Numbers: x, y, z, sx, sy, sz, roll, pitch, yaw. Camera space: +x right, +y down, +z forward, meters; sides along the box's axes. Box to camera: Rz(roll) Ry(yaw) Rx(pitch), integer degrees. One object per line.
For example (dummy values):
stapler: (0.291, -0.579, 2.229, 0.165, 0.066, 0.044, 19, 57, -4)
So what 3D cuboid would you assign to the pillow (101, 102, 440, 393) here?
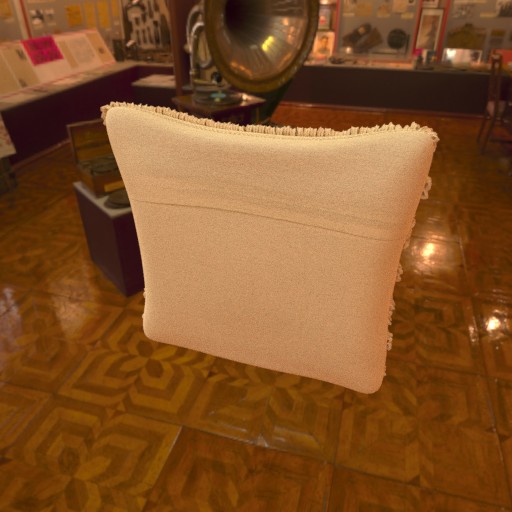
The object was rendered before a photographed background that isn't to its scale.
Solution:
pillow: (0.000, 0.000, 0.661, 0.437, 0.427, 0.145, 10, 34, 15)
